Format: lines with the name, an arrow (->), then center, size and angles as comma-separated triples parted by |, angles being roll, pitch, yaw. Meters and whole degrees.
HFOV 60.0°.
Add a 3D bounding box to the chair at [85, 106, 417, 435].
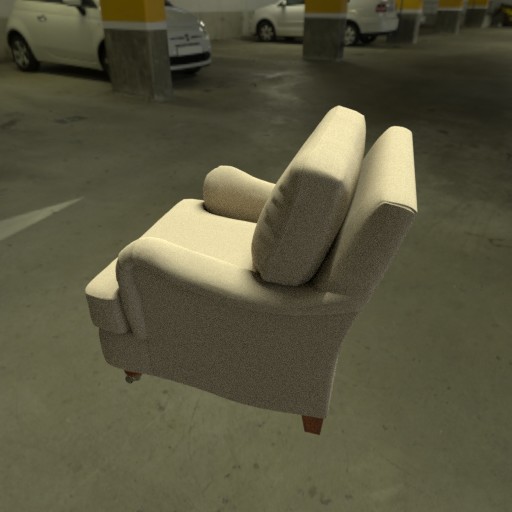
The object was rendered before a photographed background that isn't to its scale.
chair -> 0.000, 0.000, 1.796 | 1.078, 1.076, 0.895 | 8, 31, 14
